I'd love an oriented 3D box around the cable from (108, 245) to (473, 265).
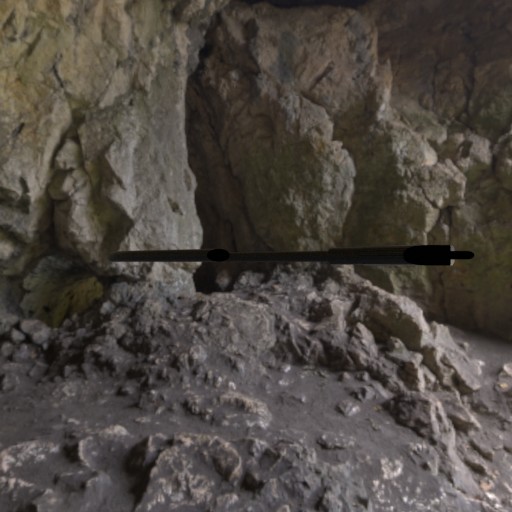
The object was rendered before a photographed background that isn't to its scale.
[{"bbox_3d":[0.000,0.000,0.112,0.098,0.005,0.041,-1,-1,36],"label":"cable"}]
